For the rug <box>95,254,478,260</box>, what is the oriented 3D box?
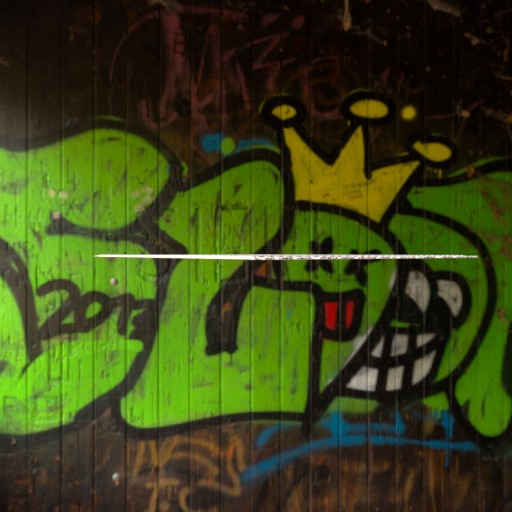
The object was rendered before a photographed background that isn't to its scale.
[{"bbox_3d":[0.000,0.000,2.450,1.243,0.013,1.872,0,0,-36],"label":"rug"}]
